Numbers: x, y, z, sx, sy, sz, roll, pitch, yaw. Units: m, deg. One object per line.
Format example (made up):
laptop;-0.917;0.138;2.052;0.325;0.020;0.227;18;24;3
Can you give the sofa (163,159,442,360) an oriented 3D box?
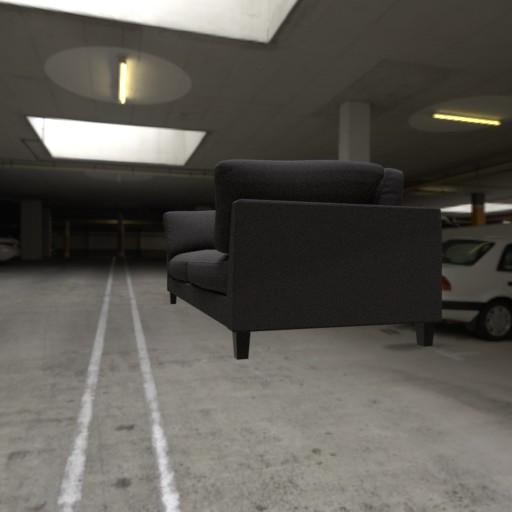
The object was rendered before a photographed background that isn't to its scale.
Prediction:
sofa;0.000;0.000;2.823;0.969;0.792;2.312;0;0;-17
